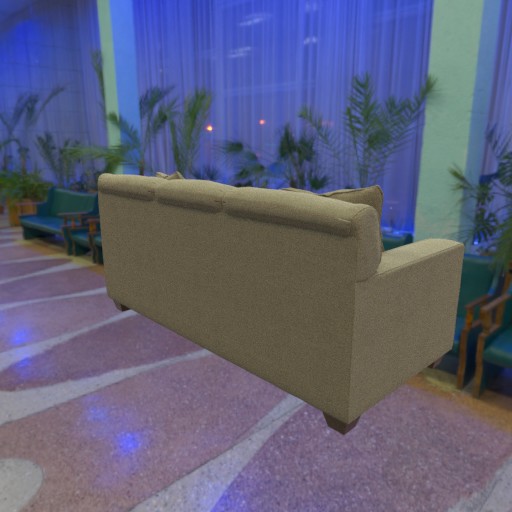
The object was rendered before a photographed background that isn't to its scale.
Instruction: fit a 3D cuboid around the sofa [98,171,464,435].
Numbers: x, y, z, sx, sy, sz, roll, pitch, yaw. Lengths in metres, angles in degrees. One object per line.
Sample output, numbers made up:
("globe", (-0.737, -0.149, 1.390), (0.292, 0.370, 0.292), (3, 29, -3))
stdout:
("sofa", (0.000, 0.000, 2.599), (0.997, 0.958, 2.024), (-13, 19, -42))
